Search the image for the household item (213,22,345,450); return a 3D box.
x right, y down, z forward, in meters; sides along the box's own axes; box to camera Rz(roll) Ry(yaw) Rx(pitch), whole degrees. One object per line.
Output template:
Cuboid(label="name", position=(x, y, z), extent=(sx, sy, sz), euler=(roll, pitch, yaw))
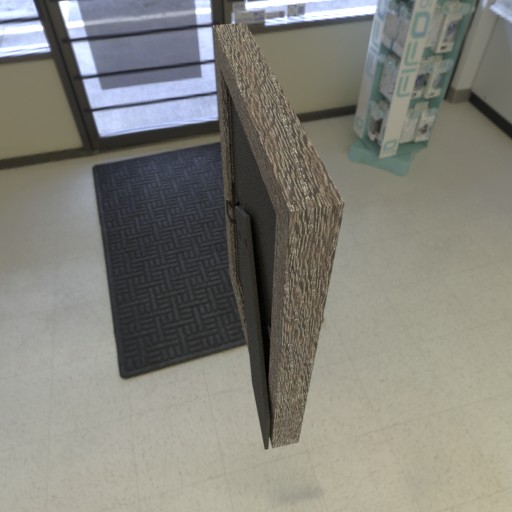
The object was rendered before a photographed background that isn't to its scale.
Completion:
Cuboid(label="household item", position=(0.000, 0.000, 0.230), extent=(0.020, 0.180, 0.133), euler=(-10, 48, -9))
